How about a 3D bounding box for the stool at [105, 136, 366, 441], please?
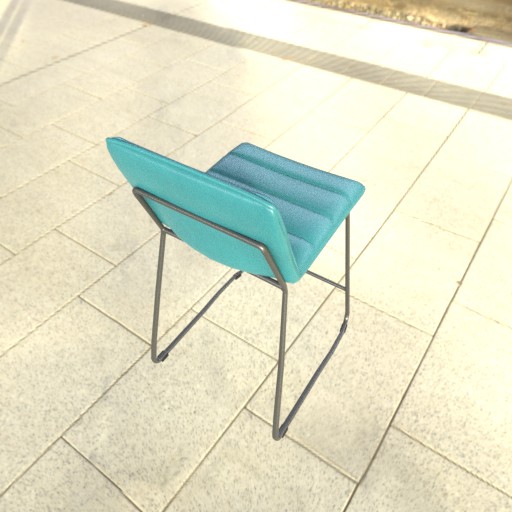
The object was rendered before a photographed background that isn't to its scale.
[{"bbox_3d":[0.000,0.000,1.218,0.489,0.866,0.524,25,51,22],"label":"stool"}]
